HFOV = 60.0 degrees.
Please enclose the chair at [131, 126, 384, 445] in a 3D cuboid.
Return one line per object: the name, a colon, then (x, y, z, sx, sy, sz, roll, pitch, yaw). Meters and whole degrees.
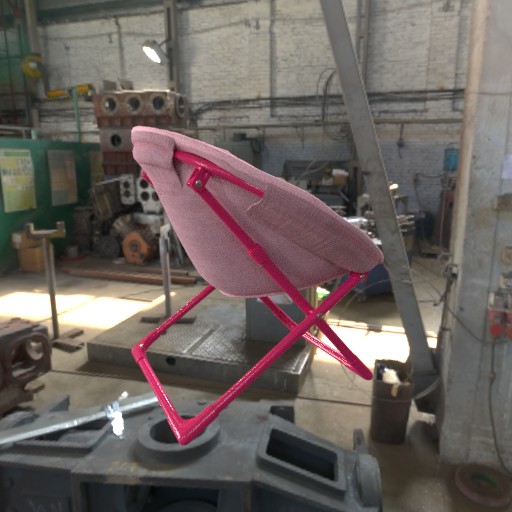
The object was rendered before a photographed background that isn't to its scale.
chair: (0.000, 0.000, 0.898, 0.459, 0.494, 0.522, -6, 14, -26)
